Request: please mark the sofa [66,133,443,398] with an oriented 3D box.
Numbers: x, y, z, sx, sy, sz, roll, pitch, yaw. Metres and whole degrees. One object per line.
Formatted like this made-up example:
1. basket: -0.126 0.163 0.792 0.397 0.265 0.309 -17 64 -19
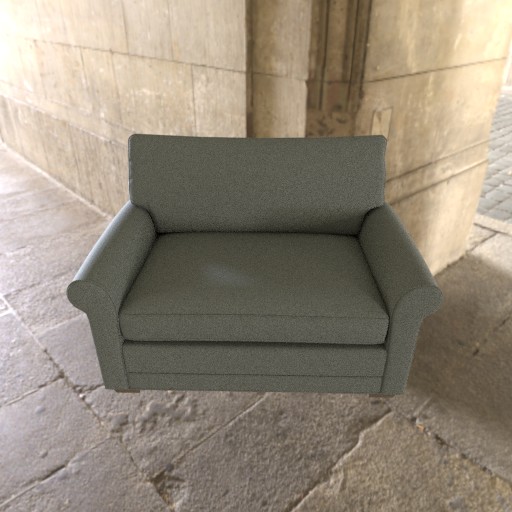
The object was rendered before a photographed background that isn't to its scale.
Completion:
1. sofa: 0.000 0.000 2.066 1.410 0.953 0.940 1 30 1
